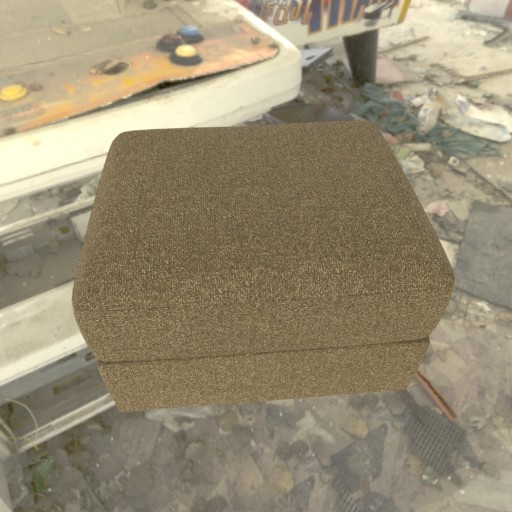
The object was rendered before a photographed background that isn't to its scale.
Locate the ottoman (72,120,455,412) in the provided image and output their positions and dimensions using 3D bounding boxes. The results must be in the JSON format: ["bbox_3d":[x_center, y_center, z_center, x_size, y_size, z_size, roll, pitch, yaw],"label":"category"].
[{"bbox_3d":[0.000,0.000,1.120,0.742,0.476,0.598,-3,46,-3],"label":"ottoman"}]
